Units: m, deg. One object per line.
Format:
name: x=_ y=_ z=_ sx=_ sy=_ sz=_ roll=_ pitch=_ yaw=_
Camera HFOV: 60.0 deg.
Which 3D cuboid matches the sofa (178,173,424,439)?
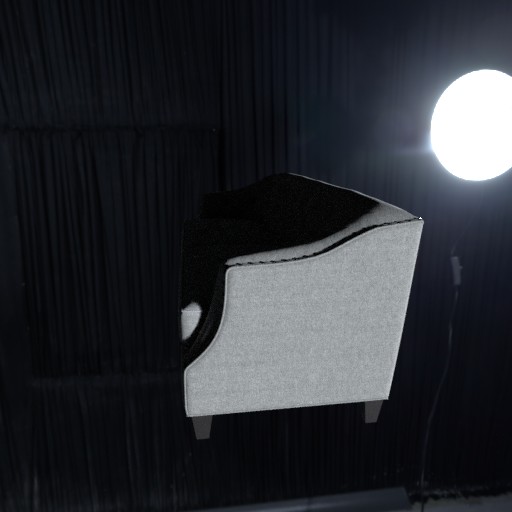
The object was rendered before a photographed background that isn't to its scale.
sofa: x=0.000 y=0.000 z=2.712 sx=0.914 sy=0.901 sz=2.235 roll=-2 pitch=15 yaw=-8
